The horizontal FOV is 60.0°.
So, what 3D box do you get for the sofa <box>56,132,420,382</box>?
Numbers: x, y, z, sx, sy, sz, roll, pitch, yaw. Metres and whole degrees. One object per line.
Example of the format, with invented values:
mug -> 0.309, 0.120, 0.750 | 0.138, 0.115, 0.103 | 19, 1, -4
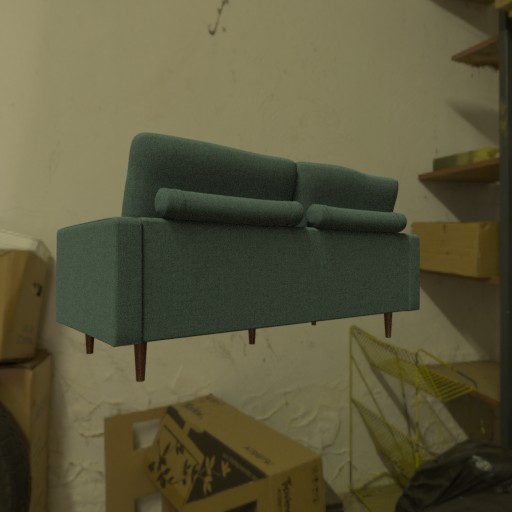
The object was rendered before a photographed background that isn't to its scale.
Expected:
sofa -> 0.000, 0.000, 2.617 | 2.010, 1.050, 0.966 | 0, -1, -37
